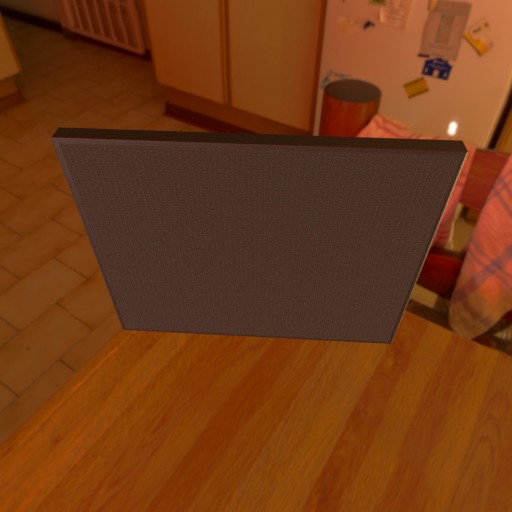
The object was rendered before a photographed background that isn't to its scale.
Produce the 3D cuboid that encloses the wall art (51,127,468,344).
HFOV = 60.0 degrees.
[{"bbox_3d":[0.000,0.000,0.766,0.559,0.458,0.029,3,46,2],"label":"wall art"}]
